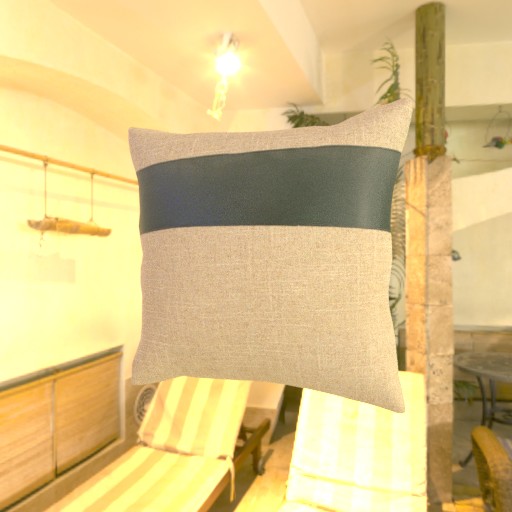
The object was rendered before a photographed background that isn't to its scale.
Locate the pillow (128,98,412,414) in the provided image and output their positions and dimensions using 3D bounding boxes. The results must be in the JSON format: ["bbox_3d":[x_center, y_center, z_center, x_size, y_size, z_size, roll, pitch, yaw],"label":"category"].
[{"bbox_3d":[0.000,0.000,0.623,0.414,0.399,0.173,0,0,18],"label":"pillow"}]
